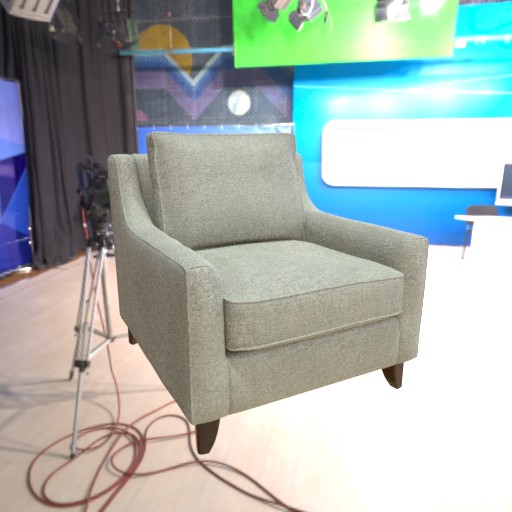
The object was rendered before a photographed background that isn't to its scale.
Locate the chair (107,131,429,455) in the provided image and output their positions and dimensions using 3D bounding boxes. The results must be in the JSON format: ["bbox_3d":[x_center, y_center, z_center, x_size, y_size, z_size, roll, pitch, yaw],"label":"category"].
[{"bbox_3d":[0.000,0.000,1.587,0.838,0.864,0.918,-7,16,-27],"label":"chair"}]
